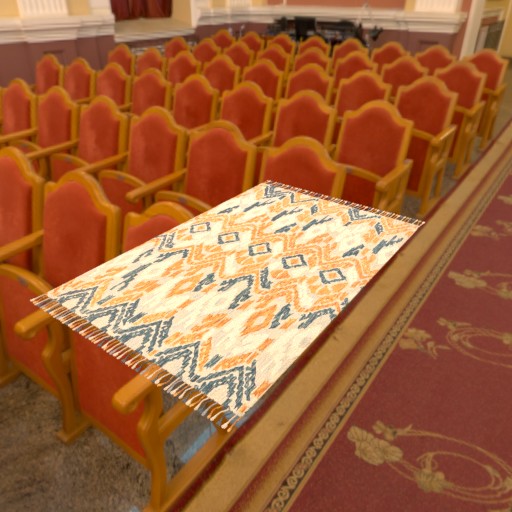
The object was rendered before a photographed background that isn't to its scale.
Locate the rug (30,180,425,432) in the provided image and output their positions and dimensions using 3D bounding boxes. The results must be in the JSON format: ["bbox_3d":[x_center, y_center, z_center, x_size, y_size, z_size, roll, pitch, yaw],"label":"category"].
[{"bbox_3d":[0.000,0.000,3.056,1.533,0.010,2.428,21,37,31],"label":"rug"}]
